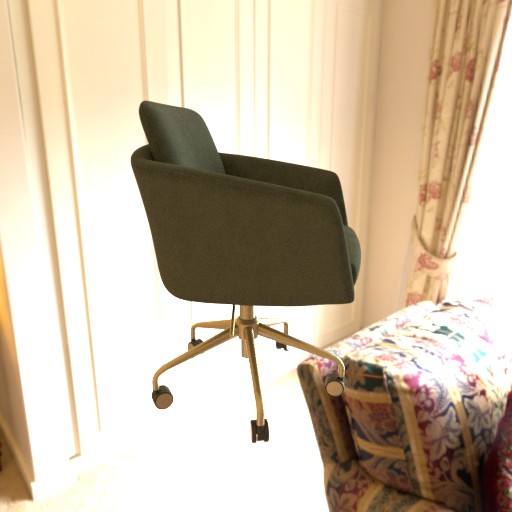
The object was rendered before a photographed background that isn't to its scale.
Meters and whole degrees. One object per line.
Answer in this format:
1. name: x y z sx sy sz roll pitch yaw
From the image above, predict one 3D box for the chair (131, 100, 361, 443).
1. chair: 0.000 0.000 1.388 0.635 0.908 0.641 3 15 10
